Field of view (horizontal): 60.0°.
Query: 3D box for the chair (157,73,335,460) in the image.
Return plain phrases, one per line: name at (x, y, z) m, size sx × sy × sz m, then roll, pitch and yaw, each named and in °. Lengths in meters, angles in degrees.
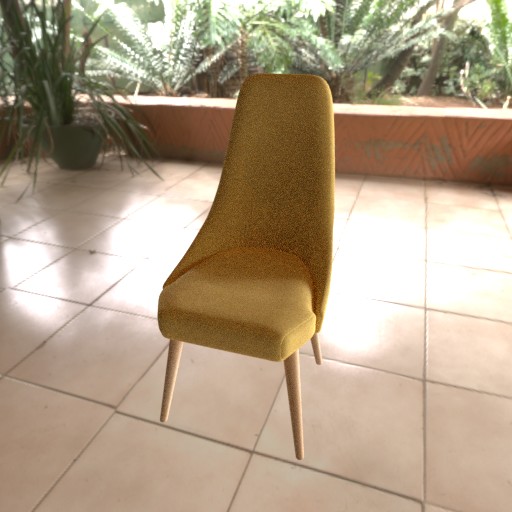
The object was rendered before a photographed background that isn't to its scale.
chair at (0.000, 0.000, 1.424) m, size 0.510 × 1.040 × 0.660 m, roll 8°, pitch 28°, yaw 16°
